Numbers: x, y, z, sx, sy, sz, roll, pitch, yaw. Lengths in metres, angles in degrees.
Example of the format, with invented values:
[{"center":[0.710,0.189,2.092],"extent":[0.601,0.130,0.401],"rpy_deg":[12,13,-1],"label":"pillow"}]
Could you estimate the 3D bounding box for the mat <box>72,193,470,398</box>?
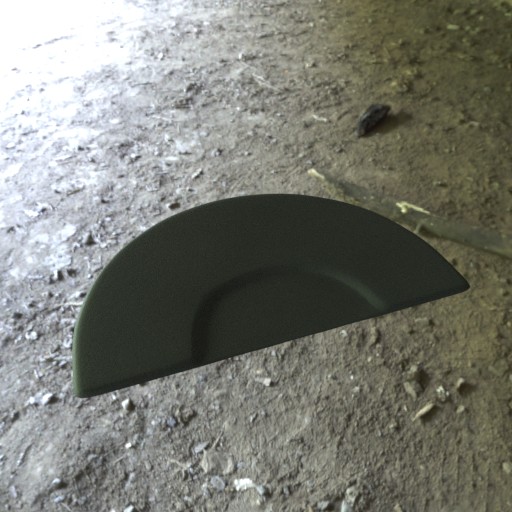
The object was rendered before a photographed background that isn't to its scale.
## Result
[{"center":[0.000,0.000,1.894],"extent":[1.525,0.022,0.917],"rpy_deg":[-13,44,-14],"label":"mat"}]
